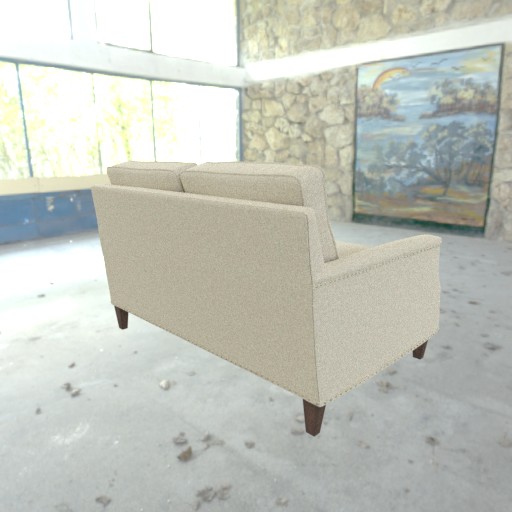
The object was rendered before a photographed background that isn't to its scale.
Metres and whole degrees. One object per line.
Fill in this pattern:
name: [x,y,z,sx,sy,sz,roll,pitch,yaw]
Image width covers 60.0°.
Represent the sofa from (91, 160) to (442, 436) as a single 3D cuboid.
sofa: [0.000,0.000,2.348,1.597,1.003,1.084,13,19,43]
